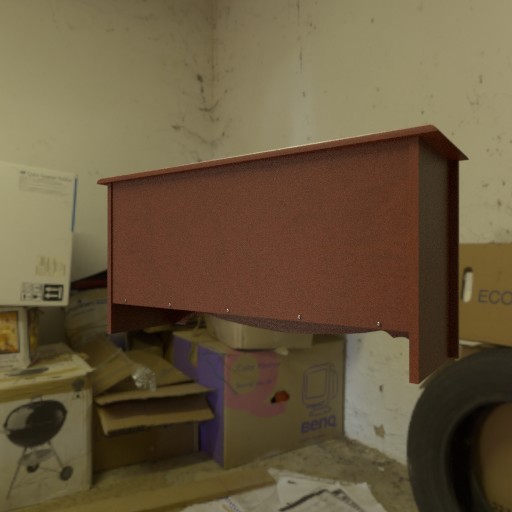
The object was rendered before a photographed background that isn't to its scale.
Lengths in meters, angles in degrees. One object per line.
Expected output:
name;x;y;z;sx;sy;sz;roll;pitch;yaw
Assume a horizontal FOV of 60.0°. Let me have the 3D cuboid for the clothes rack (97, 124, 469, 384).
clothes rack;0.000;0.000;1.495;1.251;0.594;0.362;0;0;35
